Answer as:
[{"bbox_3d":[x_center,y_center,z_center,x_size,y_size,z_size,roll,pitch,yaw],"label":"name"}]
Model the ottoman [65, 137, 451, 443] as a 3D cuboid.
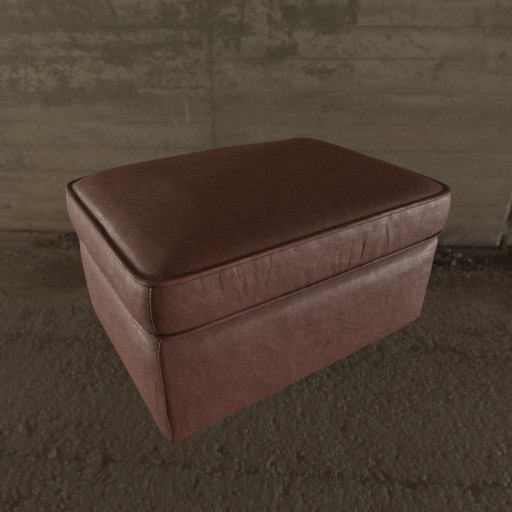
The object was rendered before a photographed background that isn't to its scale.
[{"bbox_3d":[0.000,0.000,1.090,0.749,0.449,0.548,-18,35,-28],"label":"ottoman"}]
